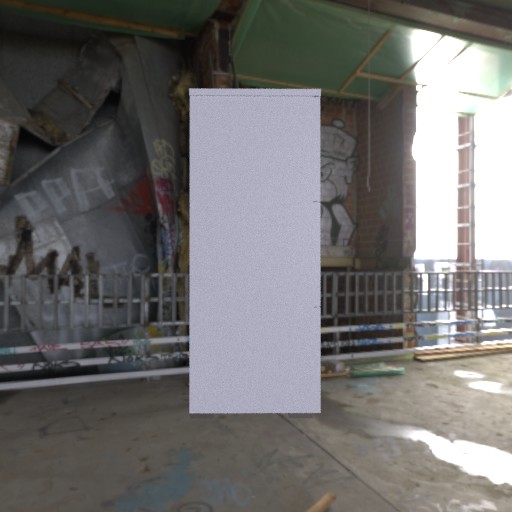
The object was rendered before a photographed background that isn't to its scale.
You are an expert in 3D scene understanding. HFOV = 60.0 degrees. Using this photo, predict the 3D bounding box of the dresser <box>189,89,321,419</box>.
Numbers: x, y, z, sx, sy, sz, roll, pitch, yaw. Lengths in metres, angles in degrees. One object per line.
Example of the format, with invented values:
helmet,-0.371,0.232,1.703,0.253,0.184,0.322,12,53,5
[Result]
dresser,0.000,0.000,1.829,0.333,0.790,1.535,0,0,0
